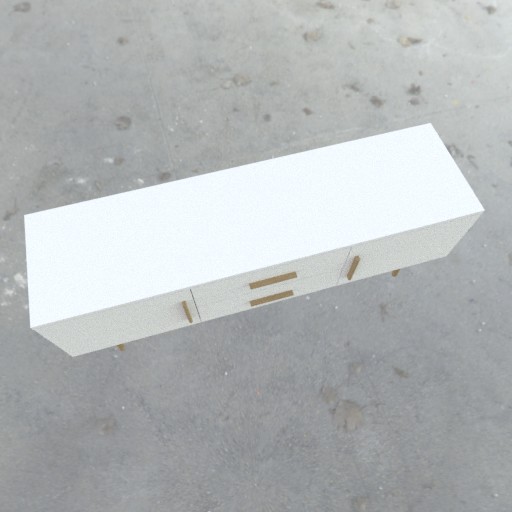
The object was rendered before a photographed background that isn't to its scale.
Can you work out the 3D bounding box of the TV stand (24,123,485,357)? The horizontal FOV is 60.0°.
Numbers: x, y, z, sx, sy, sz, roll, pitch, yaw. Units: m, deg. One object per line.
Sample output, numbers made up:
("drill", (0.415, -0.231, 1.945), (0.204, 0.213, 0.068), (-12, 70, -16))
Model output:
("TV stand", (0.000, 0.000, 1.638), (1.398, 0.560, 0.401), (-14, 64, -7))
